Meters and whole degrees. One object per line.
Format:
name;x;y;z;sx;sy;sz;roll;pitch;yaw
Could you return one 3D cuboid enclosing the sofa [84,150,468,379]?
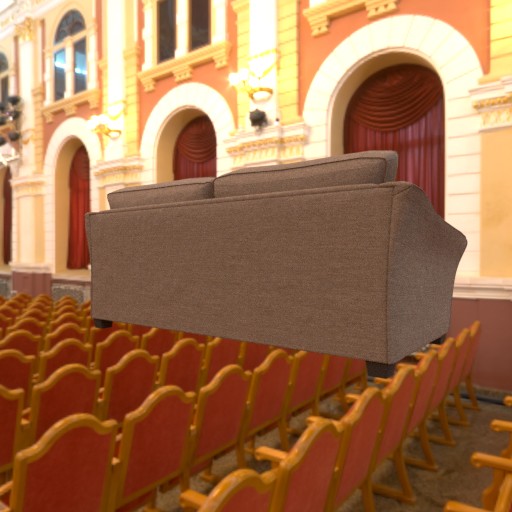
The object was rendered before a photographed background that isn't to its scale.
sofa;0.000;0.000;2.730;2.270;0.965;0.980;0;0;37
